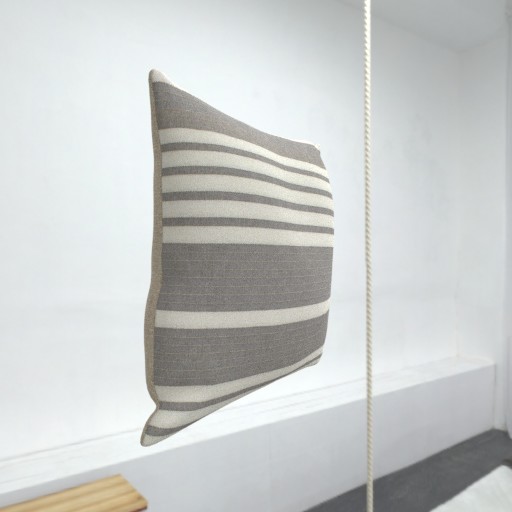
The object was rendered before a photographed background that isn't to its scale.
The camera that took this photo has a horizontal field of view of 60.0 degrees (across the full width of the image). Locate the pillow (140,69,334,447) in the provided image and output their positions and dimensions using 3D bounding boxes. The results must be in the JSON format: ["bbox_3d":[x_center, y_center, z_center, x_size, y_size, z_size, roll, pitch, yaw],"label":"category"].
[{"bbox_3d":[0.000,0.000,0.684,0.182,0.440,0.439,1,1,35],"label":"pillow"}]
